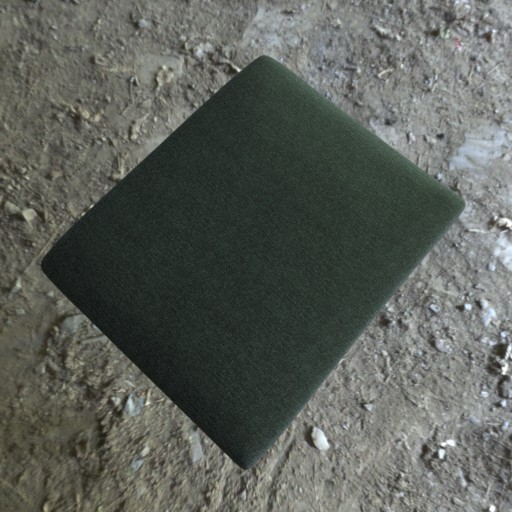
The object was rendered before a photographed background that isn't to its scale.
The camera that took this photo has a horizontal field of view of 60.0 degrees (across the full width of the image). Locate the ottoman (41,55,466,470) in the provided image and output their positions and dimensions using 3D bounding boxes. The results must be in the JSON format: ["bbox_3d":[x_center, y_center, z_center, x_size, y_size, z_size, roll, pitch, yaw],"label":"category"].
[{"bbox_3d":[0.000,0.000,1.270,0.695,0.533,0.831,41,78,10],"label":"ottoman"}]
